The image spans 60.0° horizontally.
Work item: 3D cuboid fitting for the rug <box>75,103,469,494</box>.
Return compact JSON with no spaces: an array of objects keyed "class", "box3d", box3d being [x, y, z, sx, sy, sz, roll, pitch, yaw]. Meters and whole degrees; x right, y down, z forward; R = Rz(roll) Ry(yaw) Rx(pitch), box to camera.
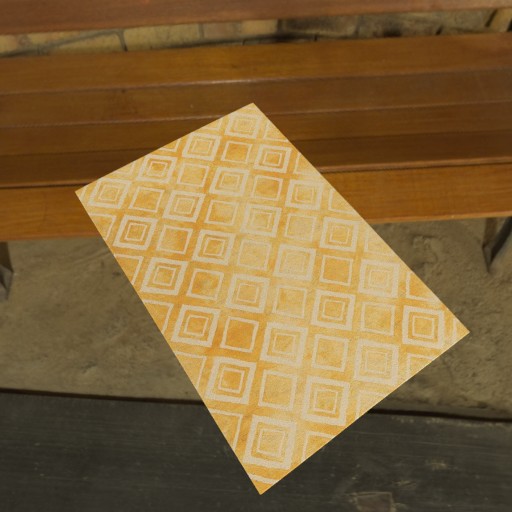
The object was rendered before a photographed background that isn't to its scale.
[{"class":"rug","box3d":[0.000,0.000,2.300,1.213,0.010,1.829,-32,67,-15]}]
